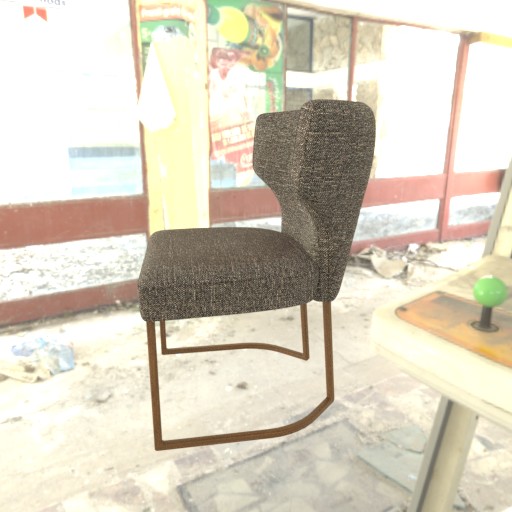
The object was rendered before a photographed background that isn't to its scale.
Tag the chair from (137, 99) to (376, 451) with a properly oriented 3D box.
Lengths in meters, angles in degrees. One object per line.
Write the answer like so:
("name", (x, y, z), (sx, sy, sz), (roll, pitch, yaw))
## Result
("chair", (0.000, 0.000, 1.265), (0.617, 0.824, 0.611), (-3, 15, -10))
